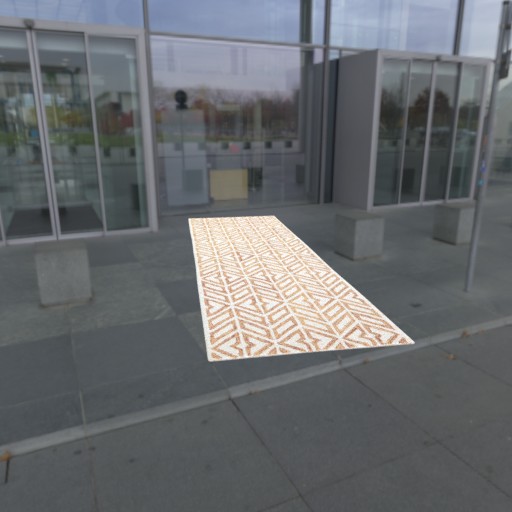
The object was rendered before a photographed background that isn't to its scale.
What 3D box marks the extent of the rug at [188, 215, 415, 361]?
[{"bbox_3d":[0.000,0.000,2.699,0.750,0.009,2.435,-3,16,-9],"label":"rug"}]
